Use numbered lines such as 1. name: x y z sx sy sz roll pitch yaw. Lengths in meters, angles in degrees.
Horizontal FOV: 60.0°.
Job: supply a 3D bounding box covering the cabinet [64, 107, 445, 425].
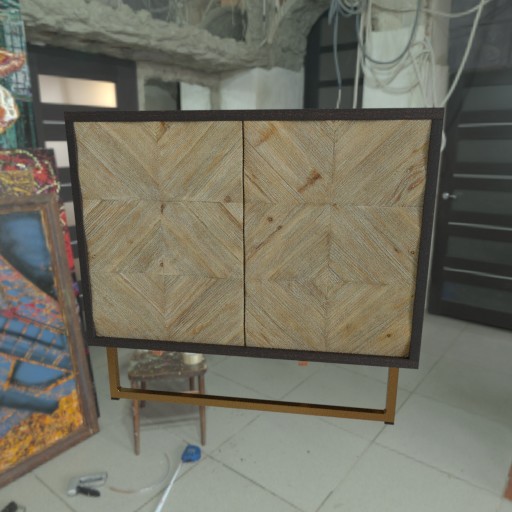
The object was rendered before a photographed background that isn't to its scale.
1. cabinet: 0.000 0.000 1.414 0.950 0.860 0.451 2 15 8
